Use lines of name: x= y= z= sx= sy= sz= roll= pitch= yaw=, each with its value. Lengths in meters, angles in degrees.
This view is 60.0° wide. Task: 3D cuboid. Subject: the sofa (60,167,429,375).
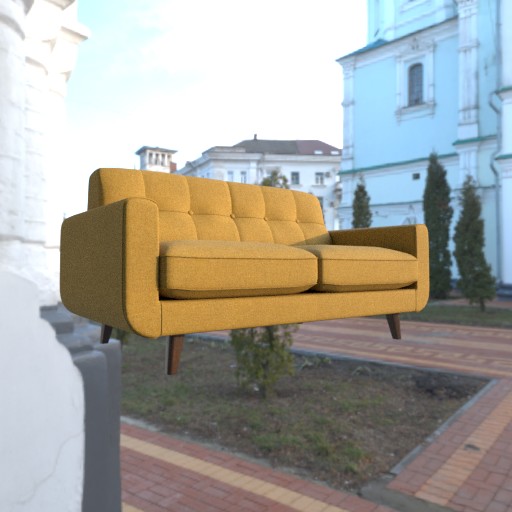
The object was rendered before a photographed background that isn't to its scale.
sofa: x=0.000 y=0.000 z=2.191 sx=1.631 sy=0.841 sz=0.909 roll=1 pitch=-2 yaw=-36
